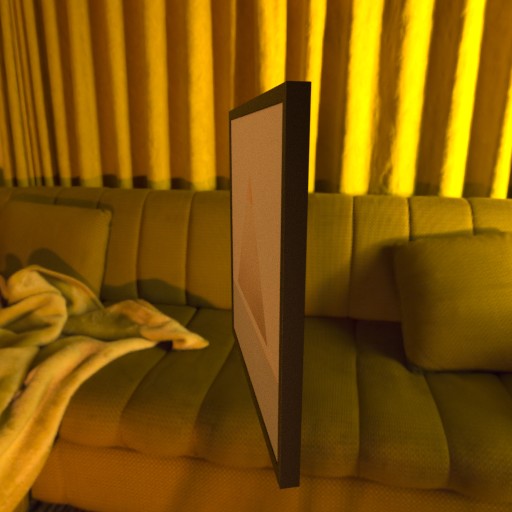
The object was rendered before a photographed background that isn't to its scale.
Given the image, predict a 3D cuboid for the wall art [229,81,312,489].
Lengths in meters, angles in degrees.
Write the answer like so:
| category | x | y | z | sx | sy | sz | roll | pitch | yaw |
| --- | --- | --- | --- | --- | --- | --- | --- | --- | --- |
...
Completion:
| category | x | y | z | sx | sy | sz | roll | pitch | yaw |
| --- | --- | --- | --- | --- | --- | --- | --- | --- | --- |
| wall art | 0.000 | 0.000 | 0.773 | 0.028 | 0.511 | 0.513 | -3 | 15 | -10 |
